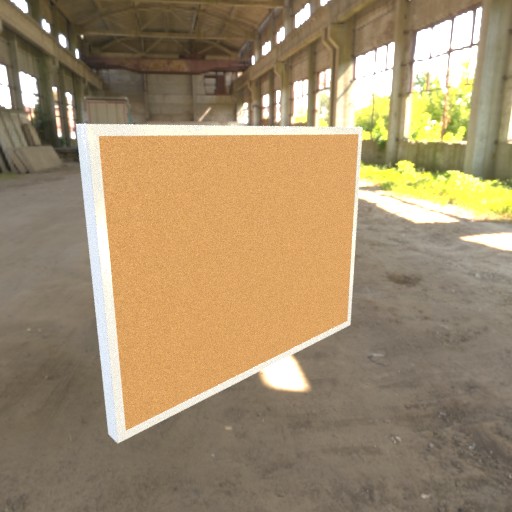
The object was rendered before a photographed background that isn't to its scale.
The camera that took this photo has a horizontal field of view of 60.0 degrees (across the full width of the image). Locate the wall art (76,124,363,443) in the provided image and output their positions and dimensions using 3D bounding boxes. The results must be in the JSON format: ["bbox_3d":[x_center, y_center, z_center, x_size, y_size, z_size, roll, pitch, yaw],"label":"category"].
[{"bbox_3d":[0.000,0.000,1.400,1.041,0.787,0.053,-15,21,-42],"label":"wall art"}]
